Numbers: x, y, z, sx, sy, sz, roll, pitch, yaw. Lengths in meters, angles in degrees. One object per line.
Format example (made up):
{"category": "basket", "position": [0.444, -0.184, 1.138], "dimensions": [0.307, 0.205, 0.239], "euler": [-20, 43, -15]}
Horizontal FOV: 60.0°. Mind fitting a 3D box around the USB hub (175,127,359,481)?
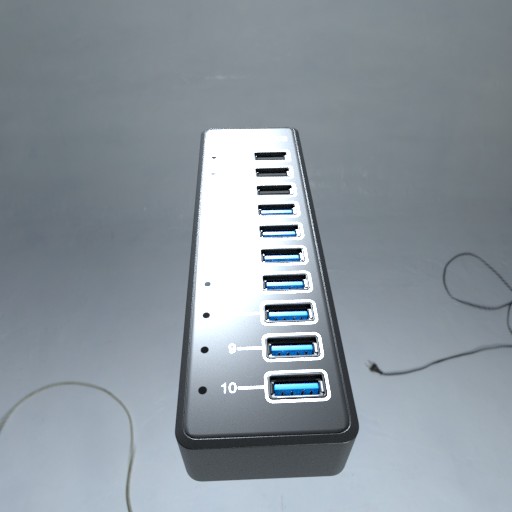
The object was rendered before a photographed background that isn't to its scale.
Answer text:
{"category": "USB hub", "position": [0.000, 0.000, 0.161], "dimensions": [0.044, 0.023, 0.145], "euler": [-2, 46, -2]}
